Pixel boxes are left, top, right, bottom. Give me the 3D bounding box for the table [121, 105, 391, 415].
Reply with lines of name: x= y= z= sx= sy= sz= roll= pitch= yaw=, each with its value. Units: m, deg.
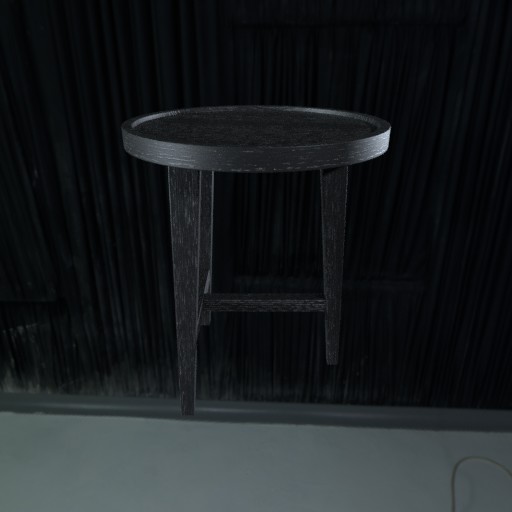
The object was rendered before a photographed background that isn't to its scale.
table: x=0.000 y=0.000 z=0.779 sx=0.399 sy=0.460 sz=0.399 roll=0 pitch=25 yaw=0
